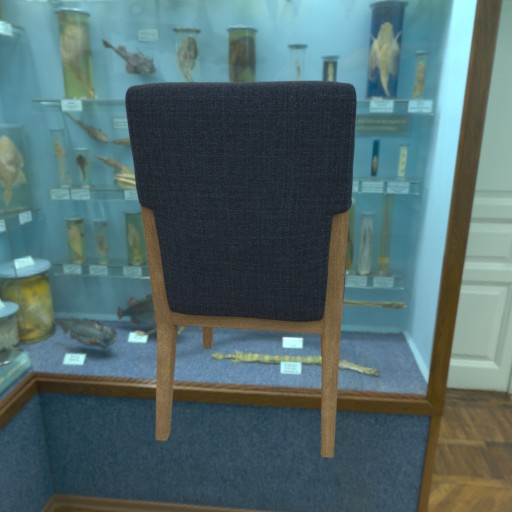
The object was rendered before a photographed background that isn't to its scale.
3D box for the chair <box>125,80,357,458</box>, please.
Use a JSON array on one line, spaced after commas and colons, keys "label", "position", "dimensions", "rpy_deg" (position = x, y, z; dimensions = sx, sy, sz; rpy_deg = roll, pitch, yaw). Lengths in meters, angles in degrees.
[{"label": "chair", "position": [0.000, 0.000, 1.291], "dimensions": [0.507, 0.911, 0.586], "rpy_deg": [2, 17, 8]}]
